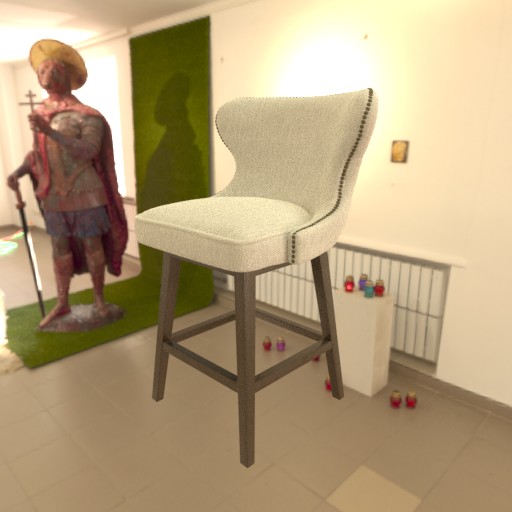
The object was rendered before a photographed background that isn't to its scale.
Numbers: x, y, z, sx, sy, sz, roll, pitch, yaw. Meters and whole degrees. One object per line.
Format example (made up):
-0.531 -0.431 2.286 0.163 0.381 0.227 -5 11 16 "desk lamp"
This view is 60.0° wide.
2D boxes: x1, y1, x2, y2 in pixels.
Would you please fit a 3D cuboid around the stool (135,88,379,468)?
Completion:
0.000 0.000 1.373 0.615 0.972 0.597 15 21 42 "stool"
